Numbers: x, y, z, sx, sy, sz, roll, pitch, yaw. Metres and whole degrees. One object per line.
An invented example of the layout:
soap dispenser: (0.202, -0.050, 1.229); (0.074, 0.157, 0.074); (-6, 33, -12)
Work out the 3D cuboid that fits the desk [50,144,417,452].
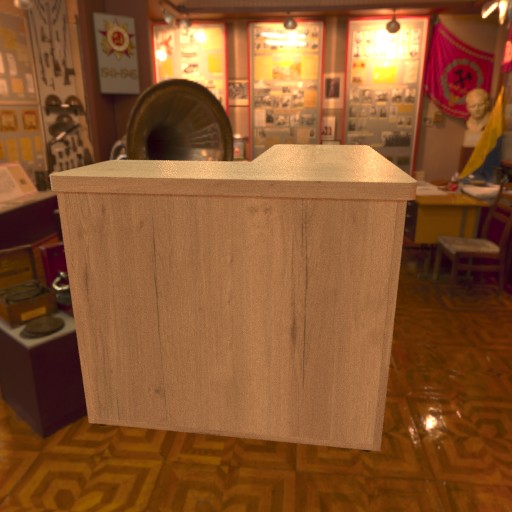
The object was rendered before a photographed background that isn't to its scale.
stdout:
desk: (0.000, 0.000, 1.714); (0.900, 0.760, 1.169); (2, 18, 8)
